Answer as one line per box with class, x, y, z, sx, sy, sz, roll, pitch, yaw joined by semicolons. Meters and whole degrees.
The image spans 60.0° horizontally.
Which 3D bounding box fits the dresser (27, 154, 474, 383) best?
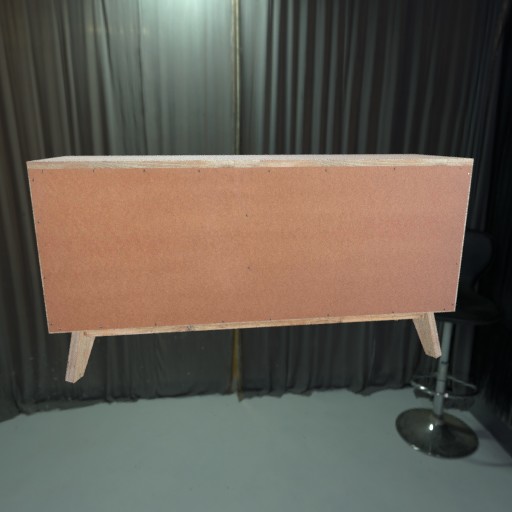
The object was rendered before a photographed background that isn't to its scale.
dresser;0.000;0.000;1.850;1.554;0.805;0.455;-2;15;-7
